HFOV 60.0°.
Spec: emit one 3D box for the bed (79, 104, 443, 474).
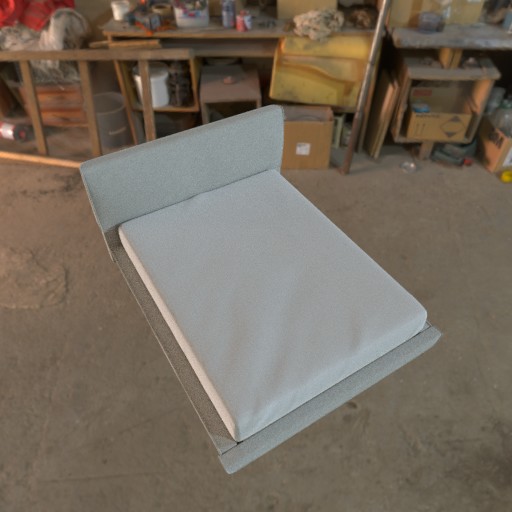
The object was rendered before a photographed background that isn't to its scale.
[{"bbox_3d":[0.000,0.000,3.670,1.980,1.126,2.498,-24,51,-21],"label":"bed"}]
